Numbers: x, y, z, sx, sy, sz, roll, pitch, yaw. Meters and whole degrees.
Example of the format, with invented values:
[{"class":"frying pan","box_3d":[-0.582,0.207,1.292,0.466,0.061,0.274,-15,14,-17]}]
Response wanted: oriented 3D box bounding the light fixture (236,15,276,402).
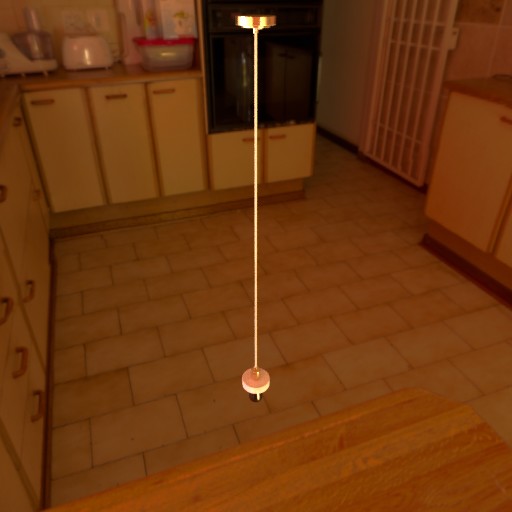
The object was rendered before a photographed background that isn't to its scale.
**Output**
[{"class":"light fixture","box_3d":[0.000,0.000,1.750,0.129,1.669,0.129,23,38,33]}]
